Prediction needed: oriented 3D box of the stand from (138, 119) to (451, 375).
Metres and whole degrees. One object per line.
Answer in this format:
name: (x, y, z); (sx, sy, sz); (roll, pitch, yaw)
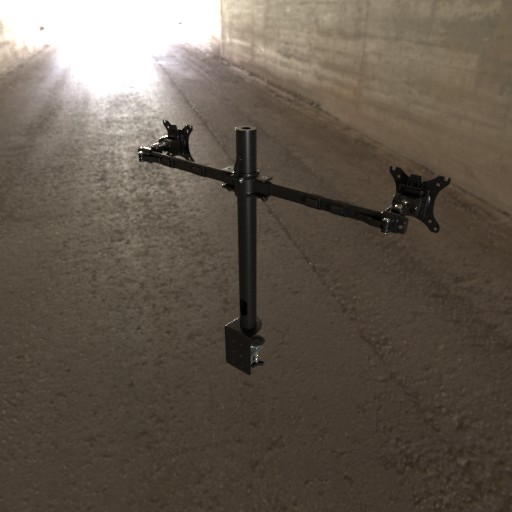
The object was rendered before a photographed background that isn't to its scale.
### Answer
stand: (0.000, 0.000, 1.039); (0.743, 0.603, 0.150); (21, 36, 33)
